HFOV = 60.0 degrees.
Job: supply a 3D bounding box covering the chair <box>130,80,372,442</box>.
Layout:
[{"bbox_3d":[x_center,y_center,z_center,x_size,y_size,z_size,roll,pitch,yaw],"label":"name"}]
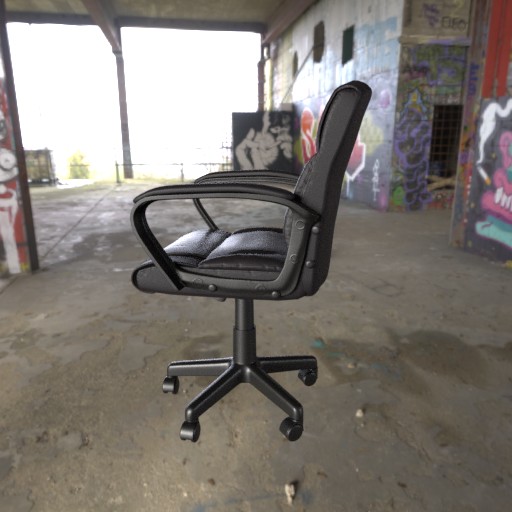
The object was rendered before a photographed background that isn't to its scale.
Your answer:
[{"bbox_3d":[0.000,0.000,1.382,0.641,0.998,0.576,2,15,9],"label":"chair"}]
